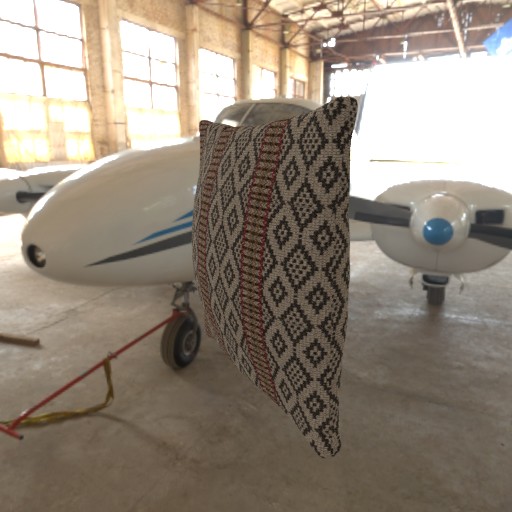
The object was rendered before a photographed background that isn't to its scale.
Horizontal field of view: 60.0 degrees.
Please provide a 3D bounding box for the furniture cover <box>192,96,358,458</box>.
[{"bbox_3d":[0.000,0.000,0.808,0.182,0.506,0.503,-7,16,-26],"label":"furniture cover"}]
